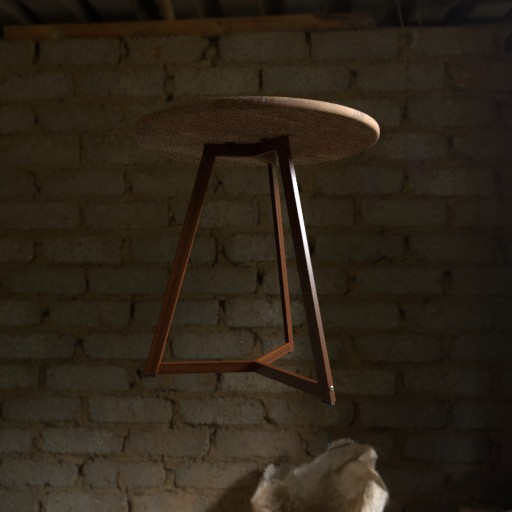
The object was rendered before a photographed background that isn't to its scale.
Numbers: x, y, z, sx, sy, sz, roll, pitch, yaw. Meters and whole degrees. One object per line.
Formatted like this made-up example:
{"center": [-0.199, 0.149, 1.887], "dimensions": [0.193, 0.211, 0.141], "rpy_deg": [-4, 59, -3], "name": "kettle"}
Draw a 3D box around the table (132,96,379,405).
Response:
{"center": [0.000, 0.000, 0.935], "dimensions": [0.500, 0.500, 0.500], "rpy_deg": [0, 1, 0], "name": "table"}
